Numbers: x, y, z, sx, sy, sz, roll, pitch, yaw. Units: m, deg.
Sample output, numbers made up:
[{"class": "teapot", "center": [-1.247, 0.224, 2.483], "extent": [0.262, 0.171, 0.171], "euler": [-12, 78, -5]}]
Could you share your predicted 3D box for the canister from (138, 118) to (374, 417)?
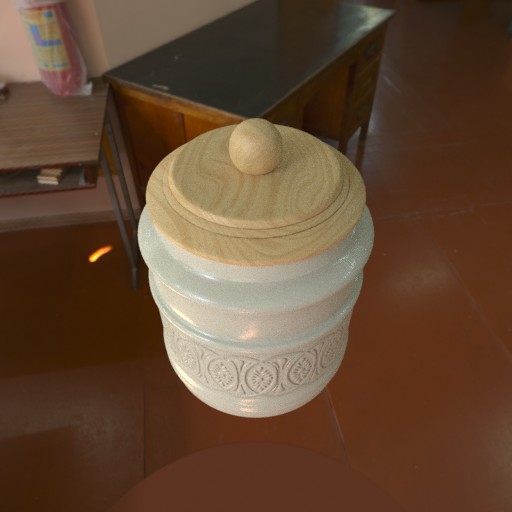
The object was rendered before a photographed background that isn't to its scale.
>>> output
[{"class": "canister", "center": [0.000, 0.000, 0.268], "extent": [0.130, 0.176, 0.130], "euler": [0, 46, 0]}]
